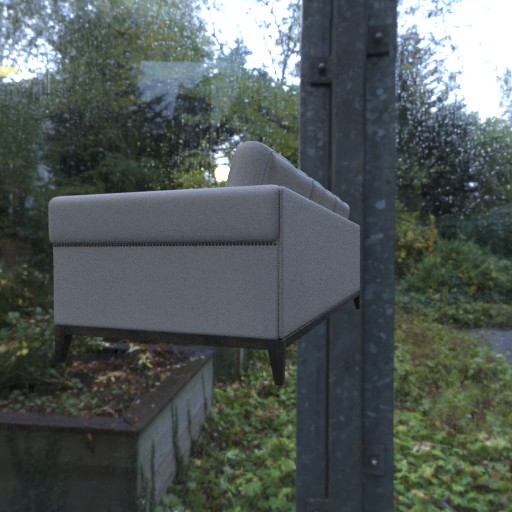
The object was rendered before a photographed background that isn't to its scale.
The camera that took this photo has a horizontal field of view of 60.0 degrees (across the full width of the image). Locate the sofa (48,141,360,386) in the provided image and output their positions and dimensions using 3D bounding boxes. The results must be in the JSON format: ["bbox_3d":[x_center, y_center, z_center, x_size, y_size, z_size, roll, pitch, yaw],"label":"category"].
[{"bbox_3d":[0.000,0.000,2.621,0.959,0.838,2.210,0,0,20],"label":"sofa"}]
